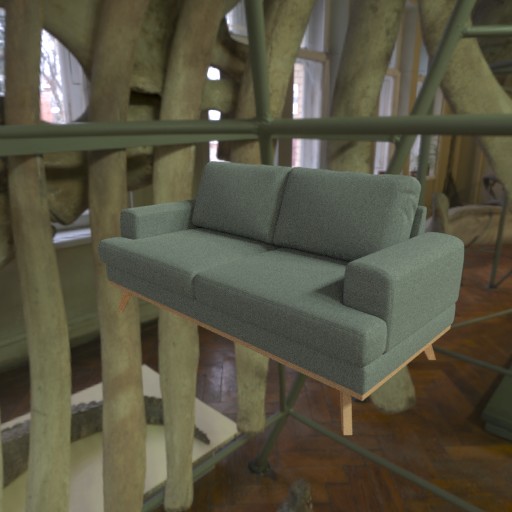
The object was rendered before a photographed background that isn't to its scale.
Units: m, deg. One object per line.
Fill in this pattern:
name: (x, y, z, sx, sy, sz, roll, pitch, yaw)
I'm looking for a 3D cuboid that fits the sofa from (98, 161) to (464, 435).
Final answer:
sofa: (0.000, 0.000, 2.111, 1.650, 0.810, 0.785, 15, 22, 41)
